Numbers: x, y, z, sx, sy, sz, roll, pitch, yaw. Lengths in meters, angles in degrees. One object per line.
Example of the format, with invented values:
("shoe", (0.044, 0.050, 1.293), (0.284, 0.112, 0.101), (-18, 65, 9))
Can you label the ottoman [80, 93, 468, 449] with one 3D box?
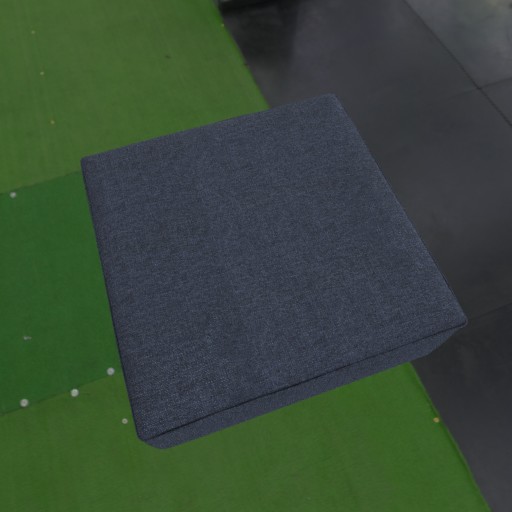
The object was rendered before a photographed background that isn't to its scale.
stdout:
("ottoman", (0.000, 0.000, 1.596), (1.017, 0.423, 1.023), (-17, 64, -8))
